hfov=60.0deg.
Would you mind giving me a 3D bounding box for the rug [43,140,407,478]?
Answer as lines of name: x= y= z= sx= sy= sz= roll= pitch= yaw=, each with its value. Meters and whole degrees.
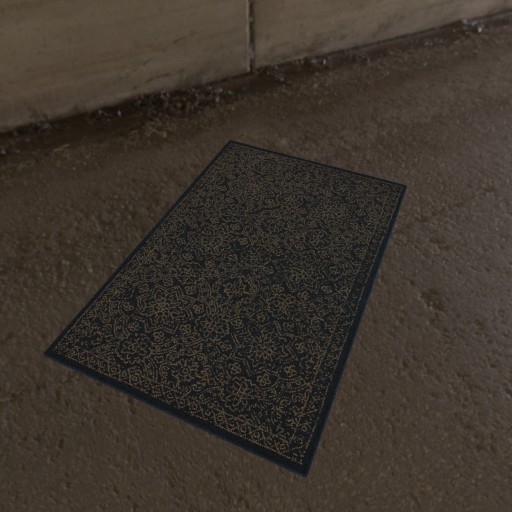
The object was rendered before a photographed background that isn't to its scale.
rug: x=0.000 y=0.000 z=2.322 sx=1.219 sy=0.010 sz=1.829 roll=18 pitch=50 yaw=16
